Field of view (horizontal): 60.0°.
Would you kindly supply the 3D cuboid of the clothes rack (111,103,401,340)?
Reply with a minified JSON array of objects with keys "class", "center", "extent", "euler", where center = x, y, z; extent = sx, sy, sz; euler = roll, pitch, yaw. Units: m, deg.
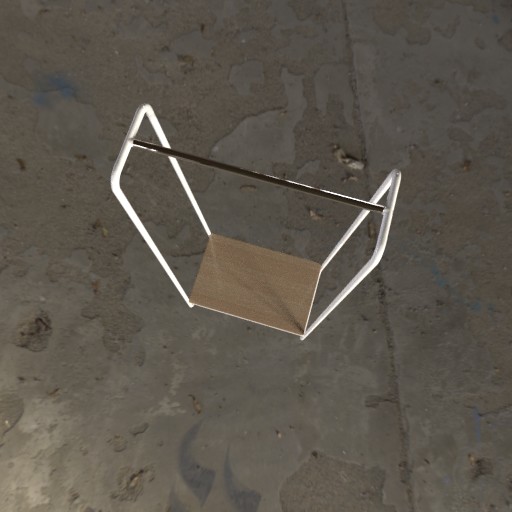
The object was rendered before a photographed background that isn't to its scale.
[{"class":"clothes rack","center":[0.000,0.000,1.730],"extent":[0.640,1.500,0.400],"euler":[16,76,4]}]
